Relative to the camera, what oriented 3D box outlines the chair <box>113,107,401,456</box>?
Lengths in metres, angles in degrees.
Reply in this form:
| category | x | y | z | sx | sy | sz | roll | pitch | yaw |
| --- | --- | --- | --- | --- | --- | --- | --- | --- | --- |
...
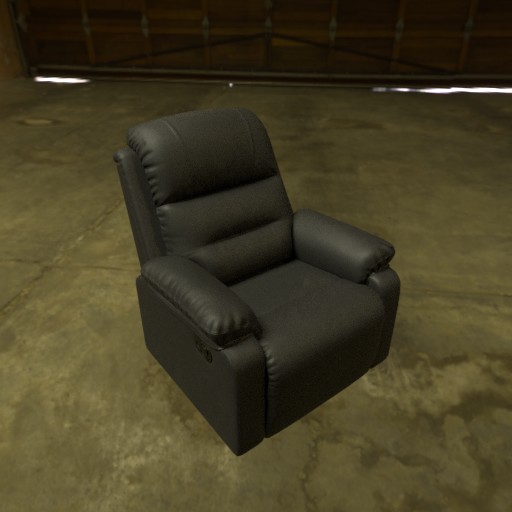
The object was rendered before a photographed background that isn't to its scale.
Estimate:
| category | x | y | z | sx | sy | sz | roll | pitch | yaw |
| --- | --- | --- | --- | --- | --- | --- | --- | --- | --- |
| chair | 0.000 | 0.000 | 1.743 | 0.855 | 0.992 | 0.919 | -21 | 36 | -32 |
